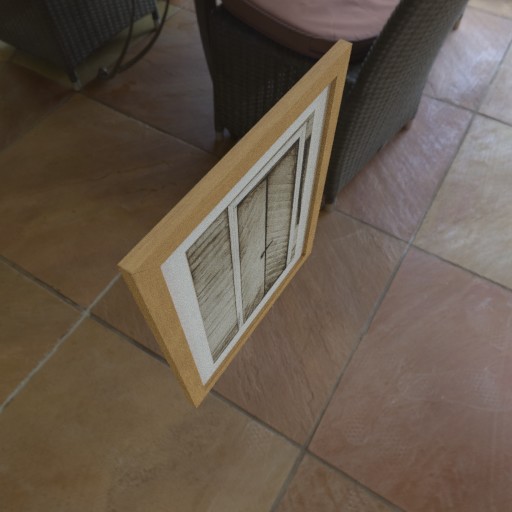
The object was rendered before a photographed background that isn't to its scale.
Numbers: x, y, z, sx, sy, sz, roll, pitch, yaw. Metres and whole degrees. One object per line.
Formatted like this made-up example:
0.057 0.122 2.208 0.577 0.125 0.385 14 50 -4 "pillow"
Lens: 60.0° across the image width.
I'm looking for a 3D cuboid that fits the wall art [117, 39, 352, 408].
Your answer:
0.000 0.000 0.776 0.020 0.561 0.460 30 63 17 "wall art"
